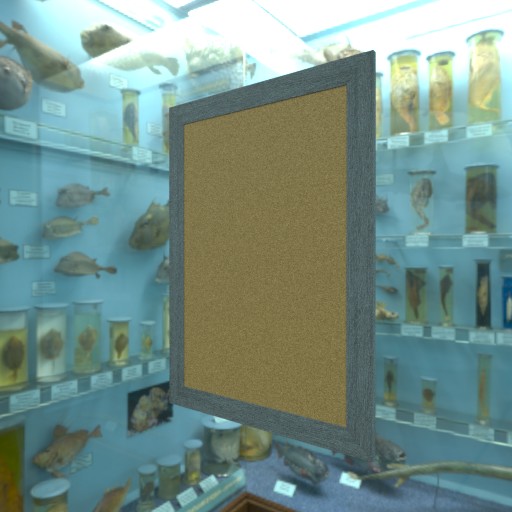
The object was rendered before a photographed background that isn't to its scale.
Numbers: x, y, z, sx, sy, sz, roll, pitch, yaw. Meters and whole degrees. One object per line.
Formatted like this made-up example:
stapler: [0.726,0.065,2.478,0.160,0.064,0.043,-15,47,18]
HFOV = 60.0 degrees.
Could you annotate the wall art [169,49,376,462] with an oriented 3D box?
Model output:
wall art: [0.000,0.000,1.385,0.768,1.070,0.020,0,0,37]
